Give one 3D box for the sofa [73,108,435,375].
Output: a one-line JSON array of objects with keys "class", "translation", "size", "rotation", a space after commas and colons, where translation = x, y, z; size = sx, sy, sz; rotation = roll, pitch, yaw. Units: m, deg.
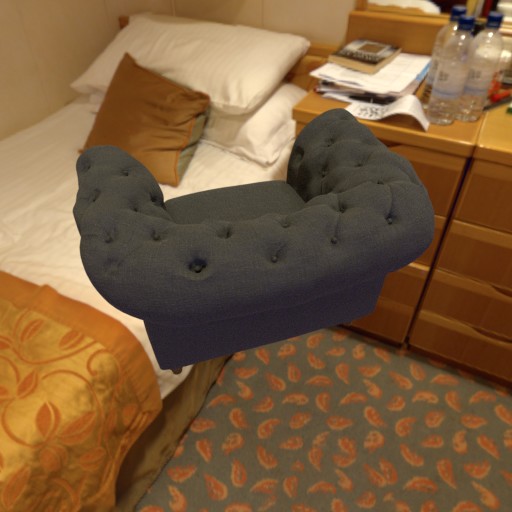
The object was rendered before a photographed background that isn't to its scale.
[{"class": "sofa", "translation": [0.000, 0.000, 2.000], "size": [1.405, 0.878, 1.032], "rotation": [-13, 43, -14]}]
